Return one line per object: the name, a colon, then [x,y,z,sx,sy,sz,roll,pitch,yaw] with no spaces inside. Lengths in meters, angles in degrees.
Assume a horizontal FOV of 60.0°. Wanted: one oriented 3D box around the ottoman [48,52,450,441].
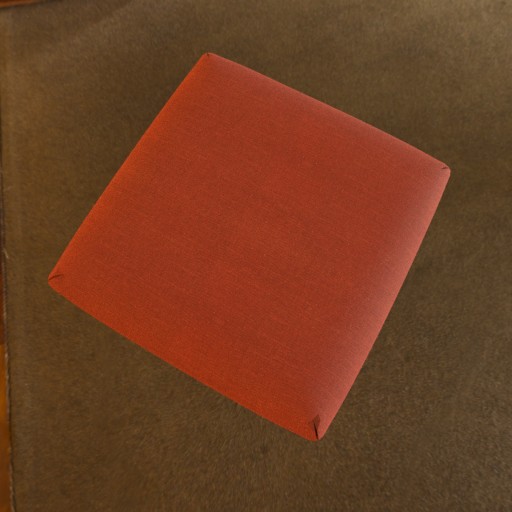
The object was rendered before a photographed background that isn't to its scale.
ottoman: [0.000,0.000,0.897,0.497,0.475,0.507,29,76,8]
